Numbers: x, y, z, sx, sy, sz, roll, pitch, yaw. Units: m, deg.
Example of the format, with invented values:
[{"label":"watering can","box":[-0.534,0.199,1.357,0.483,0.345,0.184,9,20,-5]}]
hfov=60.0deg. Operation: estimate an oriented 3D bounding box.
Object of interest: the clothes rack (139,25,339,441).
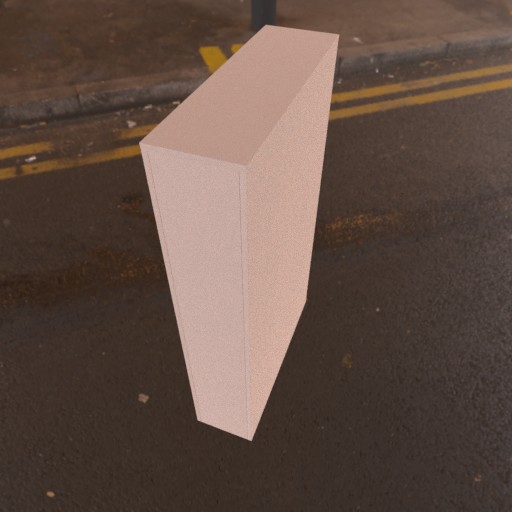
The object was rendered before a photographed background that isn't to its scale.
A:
[{"label":"clothes rack","box":[0.000,0.000,1.575,0.250,1.280,0.750,15,47,15]}]
